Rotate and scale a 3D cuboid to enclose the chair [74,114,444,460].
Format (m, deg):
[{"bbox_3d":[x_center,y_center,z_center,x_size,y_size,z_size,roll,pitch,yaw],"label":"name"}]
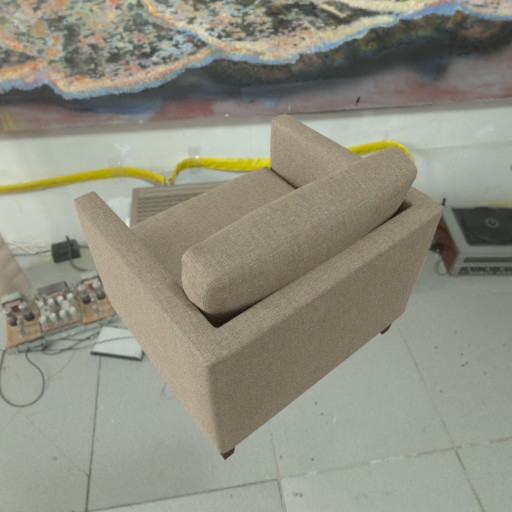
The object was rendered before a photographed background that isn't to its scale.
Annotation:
[{"bbox_3d":[0.000,0.000,1.875,1.107,0.987,0.959,-30,53,-26],"label":"chair"}]
